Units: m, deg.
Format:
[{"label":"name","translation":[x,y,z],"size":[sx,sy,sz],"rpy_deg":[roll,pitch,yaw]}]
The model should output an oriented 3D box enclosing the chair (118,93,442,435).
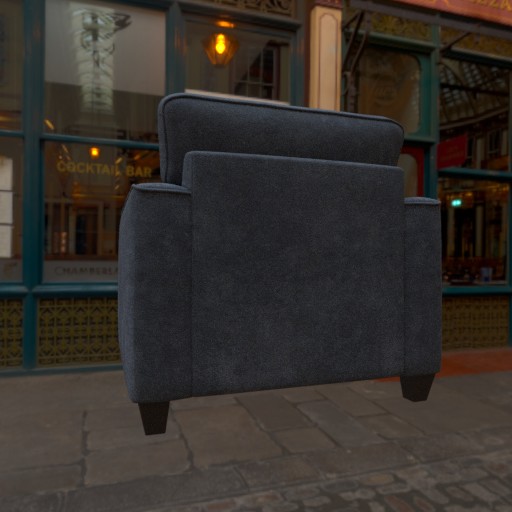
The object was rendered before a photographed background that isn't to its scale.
[{"label":"chair","translation":[0.000,0.000,1.728],"size":[1.015,0.965,0.939],"rpy_deg":[0,0,-19]}]
